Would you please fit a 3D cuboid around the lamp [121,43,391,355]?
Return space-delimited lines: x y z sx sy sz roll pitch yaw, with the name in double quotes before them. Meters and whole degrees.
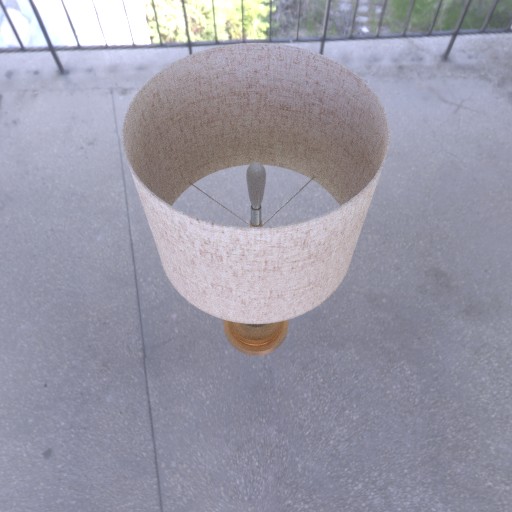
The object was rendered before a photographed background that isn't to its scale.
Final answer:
"lamp" 0.000 0.000 0.792 0.321 0.610 0.321 -2 58 -1
